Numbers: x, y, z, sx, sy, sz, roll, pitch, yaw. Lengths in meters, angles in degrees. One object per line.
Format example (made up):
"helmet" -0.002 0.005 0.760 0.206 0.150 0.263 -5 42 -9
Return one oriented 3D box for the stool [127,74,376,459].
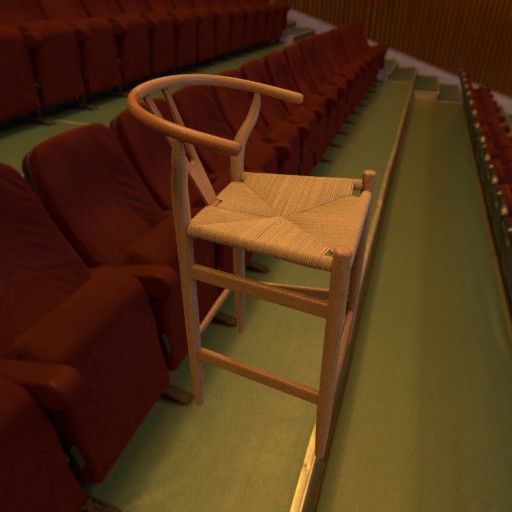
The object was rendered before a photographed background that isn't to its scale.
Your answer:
"stool" 0.000 0.000 1.271 0.575 0.923 0.536 10 32 16
